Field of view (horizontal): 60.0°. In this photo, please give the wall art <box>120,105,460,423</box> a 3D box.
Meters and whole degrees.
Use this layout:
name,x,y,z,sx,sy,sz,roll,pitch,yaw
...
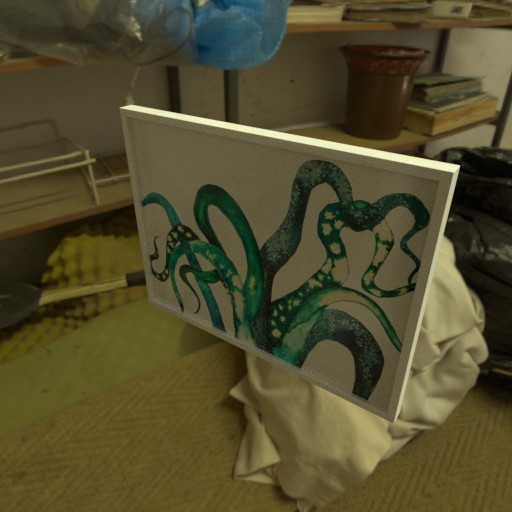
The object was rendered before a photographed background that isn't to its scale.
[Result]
name,x,y,z,sx,sy,sz,roll,pitch,yaw
wall art,0.000,0.000,1.398,1.041,0.787,0.053,20,36,29
